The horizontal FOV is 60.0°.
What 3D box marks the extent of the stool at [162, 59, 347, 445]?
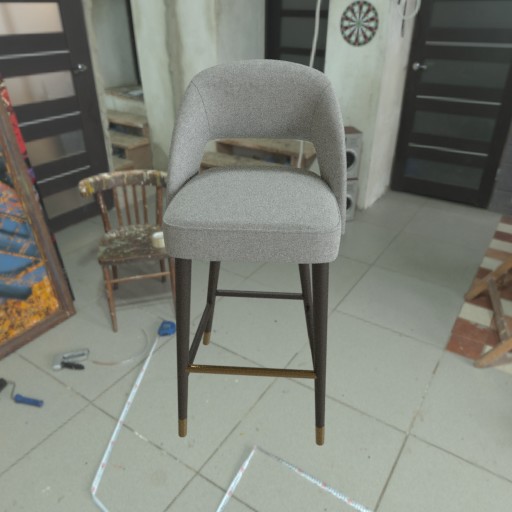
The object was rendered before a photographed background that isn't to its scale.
[{"bbox_3d":[0.000,0.000,1.332,0.494,1.037,0.509,2,30,3],"label":"stool"}]
